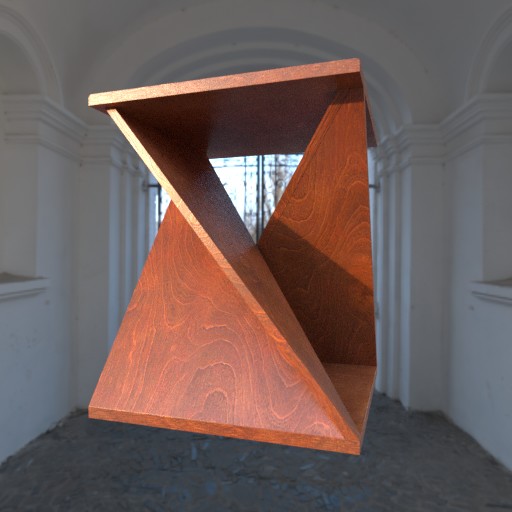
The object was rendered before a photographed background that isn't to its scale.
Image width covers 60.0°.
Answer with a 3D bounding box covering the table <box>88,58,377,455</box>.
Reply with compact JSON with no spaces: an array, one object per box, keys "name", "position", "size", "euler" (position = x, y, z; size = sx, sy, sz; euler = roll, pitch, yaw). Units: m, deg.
[{"name":"table","position":[0.000,0.000,0.849],"size":[0.427,0.520,0.427],"euler":[0,0,18]}]
